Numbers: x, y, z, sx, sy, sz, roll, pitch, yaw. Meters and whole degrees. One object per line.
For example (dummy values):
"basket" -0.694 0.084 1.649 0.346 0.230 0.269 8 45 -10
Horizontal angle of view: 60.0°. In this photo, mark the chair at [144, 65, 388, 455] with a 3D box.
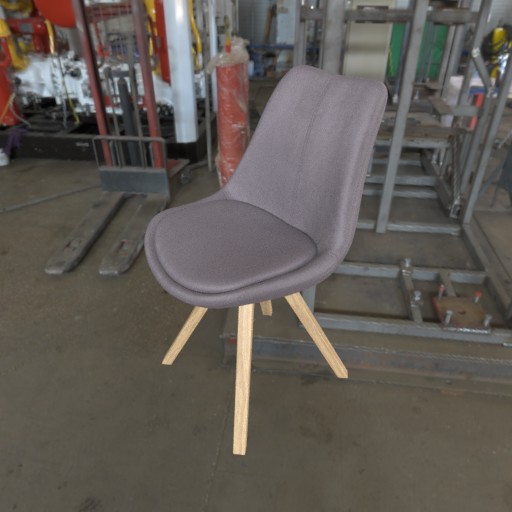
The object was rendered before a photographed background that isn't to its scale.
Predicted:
"chair" 0.000 0.000 1.183 0.547 0.865 0.483 -23 40 -31
